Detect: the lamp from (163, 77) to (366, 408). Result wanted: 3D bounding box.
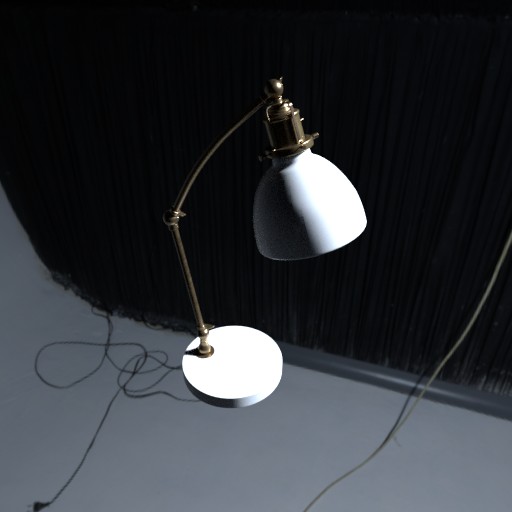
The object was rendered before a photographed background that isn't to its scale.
[{"bbox_3d":[0.000,0.000,0.689,0.317,0.522,0.186,11,34,18],"label":"lamp"}]
